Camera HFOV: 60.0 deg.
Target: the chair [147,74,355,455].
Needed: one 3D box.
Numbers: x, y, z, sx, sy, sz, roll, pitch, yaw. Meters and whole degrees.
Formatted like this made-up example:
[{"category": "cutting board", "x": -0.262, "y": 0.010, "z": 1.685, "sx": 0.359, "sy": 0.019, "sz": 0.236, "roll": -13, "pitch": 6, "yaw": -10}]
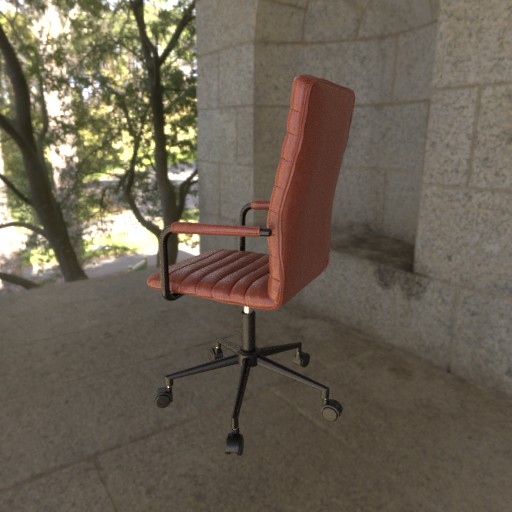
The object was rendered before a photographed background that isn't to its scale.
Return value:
[{"category": "chair", "x": 0.000, "y": 0.000, "z": 1.359, "sx": 0.580, "sy": 0.979, "sz": 0.608, "roll": 7, "pitch": 16, "yaw": 25}]
